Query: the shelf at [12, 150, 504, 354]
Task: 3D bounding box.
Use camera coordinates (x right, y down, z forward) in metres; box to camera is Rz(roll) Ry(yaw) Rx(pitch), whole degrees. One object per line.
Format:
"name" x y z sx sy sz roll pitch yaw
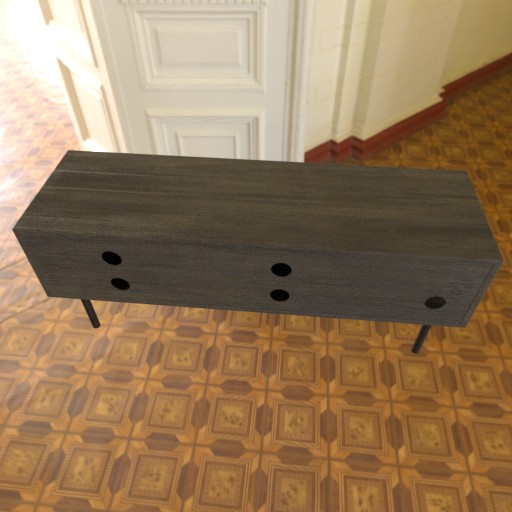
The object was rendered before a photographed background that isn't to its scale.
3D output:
"shelf" 0.000 0.000 1.480 1.300 0.495 0.400 4 46 4
